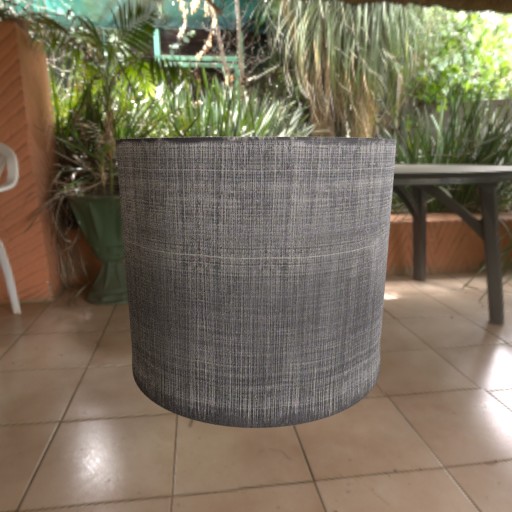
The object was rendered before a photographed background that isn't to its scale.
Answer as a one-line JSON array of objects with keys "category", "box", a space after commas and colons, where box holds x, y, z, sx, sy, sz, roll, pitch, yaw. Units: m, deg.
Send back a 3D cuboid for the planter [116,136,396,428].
[{"category": "planter", "box": [0.000, 0.000, 0.312, 0.178, 0.157, 0.178, 0, 13, 0]}]
